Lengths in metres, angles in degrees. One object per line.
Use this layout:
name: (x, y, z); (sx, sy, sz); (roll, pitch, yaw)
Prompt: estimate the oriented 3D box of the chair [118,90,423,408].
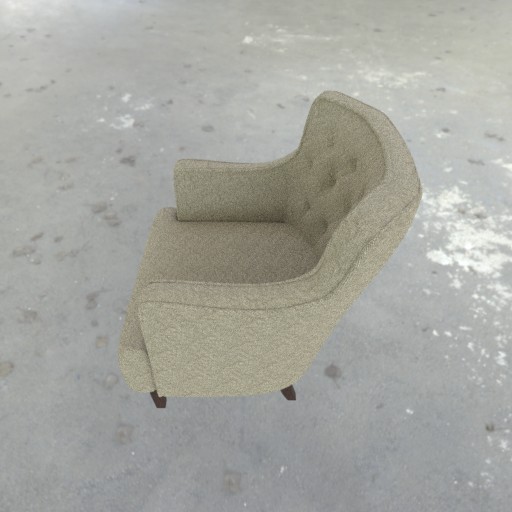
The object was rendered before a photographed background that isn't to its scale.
chair: (0.000, 0.000, 1.629); (0.910, 0.920, 0.820); (0, 42, 0)
